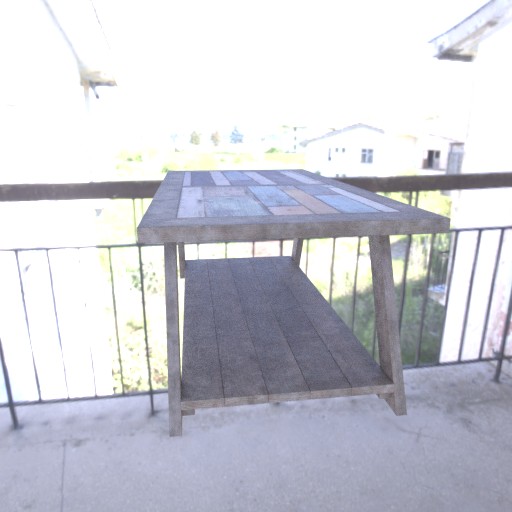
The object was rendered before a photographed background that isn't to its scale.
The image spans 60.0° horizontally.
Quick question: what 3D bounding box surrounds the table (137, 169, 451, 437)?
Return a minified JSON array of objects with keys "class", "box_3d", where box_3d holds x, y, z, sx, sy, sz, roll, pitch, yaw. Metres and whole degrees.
[{"class":"table","box_3d":[0.000,0.000,1.484,0.610,0.470,1.219,-2,16,-8]}]
